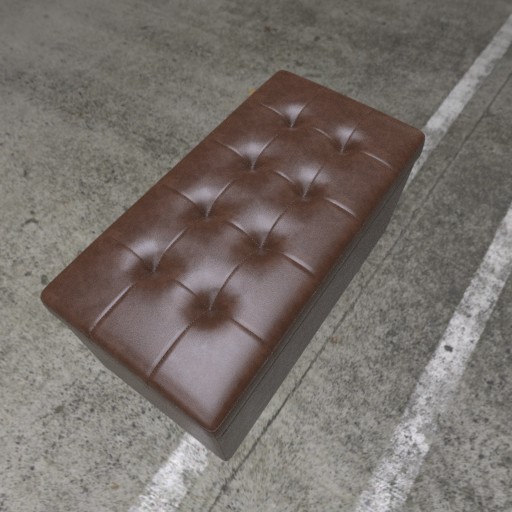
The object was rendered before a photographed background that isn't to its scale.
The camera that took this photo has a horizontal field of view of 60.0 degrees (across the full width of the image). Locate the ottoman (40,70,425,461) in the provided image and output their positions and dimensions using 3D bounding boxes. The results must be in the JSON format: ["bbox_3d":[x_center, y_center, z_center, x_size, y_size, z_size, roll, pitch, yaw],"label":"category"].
[{"bbox_3d":[0.000,0.000,1.121,0.432,0.470,0.838,31,64,18],"label":"ottoman"}]
